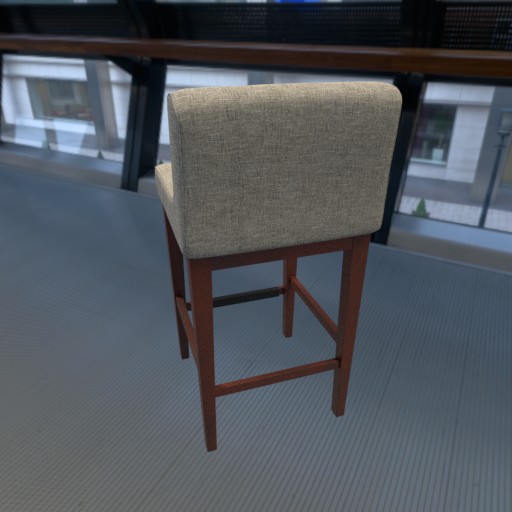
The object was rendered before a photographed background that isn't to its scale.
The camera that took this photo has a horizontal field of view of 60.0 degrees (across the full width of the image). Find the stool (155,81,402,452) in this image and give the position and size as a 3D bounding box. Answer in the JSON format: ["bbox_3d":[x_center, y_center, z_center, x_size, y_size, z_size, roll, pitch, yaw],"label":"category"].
[{"bbox_3d":[0.000,0.000,1.101,0.417,0.835,0.459,-9,28,-16],"label":"stool"}]
